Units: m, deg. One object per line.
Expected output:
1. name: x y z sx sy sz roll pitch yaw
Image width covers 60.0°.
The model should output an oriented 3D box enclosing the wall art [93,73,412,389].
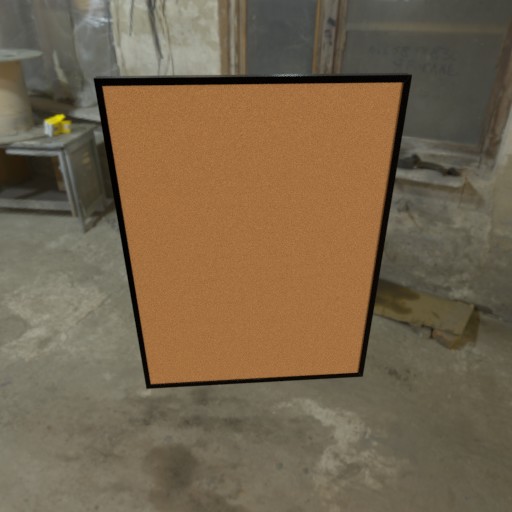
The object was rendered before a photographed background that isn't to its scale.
1. wall art: 0.000 0.000 1.395 0.805 1.062 0.040 -2 30 -4
